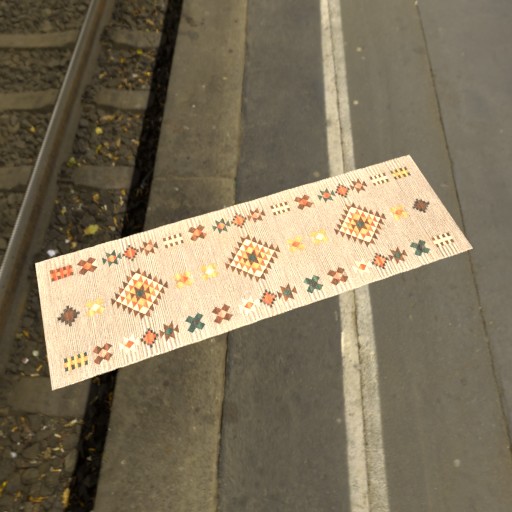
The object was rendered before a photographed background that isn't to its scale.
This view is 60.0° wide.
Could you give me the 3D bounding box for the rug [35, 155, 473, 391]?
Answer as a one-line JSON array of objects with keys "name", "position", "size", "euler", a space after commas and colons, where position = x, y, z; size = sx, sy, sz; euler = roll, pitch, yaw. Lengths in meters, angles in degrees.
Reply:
[{"name": "rug", "position": [0.000, 0.000, 2.581], "size": [2.432, 0.008, 0.766], "euler": [-17, 63, -9]}]
